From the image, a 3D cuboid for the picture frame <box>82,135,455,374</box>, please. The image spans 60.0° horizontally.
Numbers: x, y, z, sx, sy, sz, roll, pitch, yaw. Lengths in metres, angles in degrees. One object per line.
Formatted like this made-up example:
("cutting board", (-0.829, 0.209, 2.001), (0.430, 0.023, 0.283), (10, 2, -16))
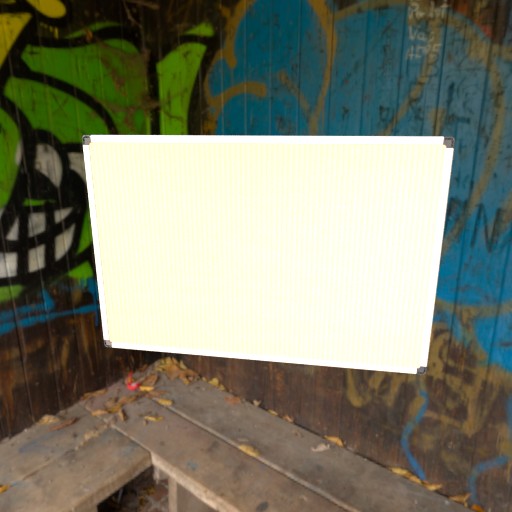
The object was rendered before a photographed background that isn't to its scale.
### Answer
("picture frame", (0.000, 0.000, 1.144), (0.900, 0.600, 0.010), (3, 17, 9))
